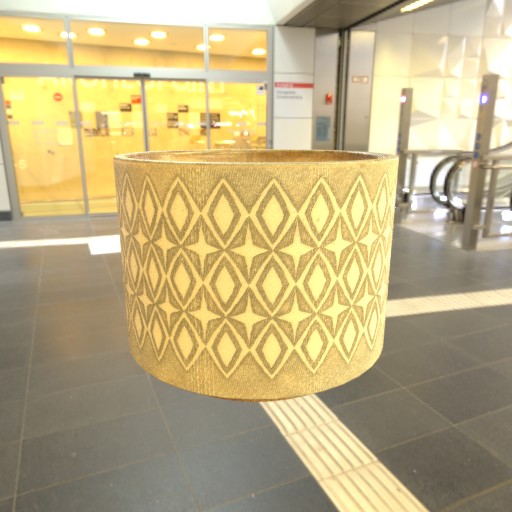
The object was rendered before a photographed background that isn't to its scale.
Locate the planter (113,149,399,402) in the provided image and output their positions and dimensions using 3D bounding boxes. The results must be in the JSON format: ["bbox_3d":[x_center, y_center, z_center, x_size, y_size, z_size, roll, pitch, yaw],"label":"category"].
[{"bbox_3d":[0.000,0.000,0.321,0.186,0.144,0.186,0,16,0],"label":"planter"}]
